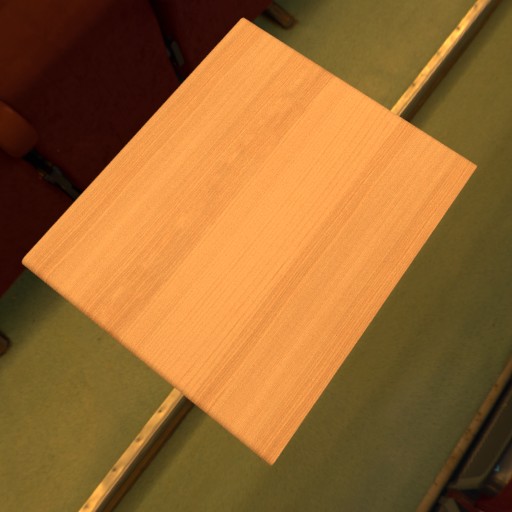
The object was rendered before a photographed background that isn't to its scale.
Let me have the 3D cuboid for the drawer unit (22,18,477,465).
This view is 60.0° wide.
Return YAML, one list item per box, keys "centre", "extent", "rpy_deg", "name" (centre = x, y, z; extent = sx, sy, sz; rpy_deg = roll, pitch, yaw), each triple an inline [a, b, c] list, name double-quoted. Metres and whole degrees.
- centre: [0.000, 0.000, 0.590]
  extent: [0.290, 0.344, 0.344]
  rpy_deg: [36, 79, 9]
  name: "drawer unit"
